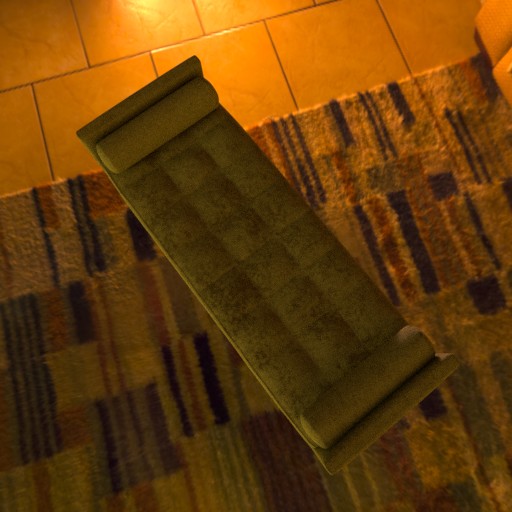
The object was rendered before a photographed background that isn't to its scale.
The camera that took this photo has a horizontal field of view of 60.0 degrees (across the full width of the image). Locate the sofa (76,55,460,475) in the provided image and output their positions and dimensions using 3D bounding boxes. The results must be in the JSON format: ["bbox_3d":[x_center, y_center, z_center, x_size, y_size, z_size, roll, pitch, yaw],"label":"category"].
[{"bbox_3d":[0.000,0.000,2.467,0.797,0.657,2.102,-37,79,-8],"label":"sofa"}]
